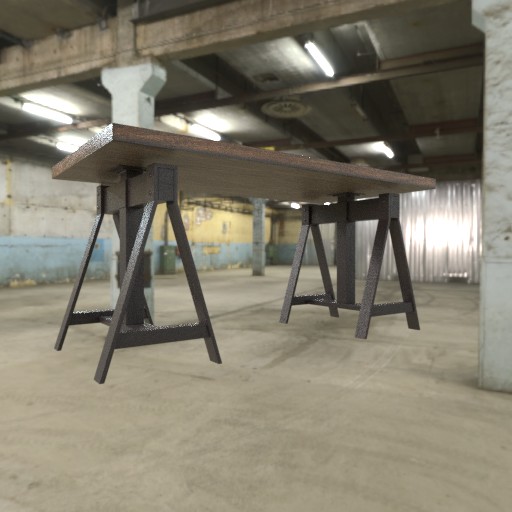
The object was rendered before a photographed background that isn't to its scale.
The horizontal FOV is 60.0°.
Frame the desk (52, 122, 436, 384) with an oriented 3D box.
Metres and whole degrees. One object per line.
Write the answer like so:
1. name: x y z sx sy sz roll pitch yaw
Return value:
1. desk: 0.000 0.000 1.960 1.543 0.725 0.784 0 0 -36
